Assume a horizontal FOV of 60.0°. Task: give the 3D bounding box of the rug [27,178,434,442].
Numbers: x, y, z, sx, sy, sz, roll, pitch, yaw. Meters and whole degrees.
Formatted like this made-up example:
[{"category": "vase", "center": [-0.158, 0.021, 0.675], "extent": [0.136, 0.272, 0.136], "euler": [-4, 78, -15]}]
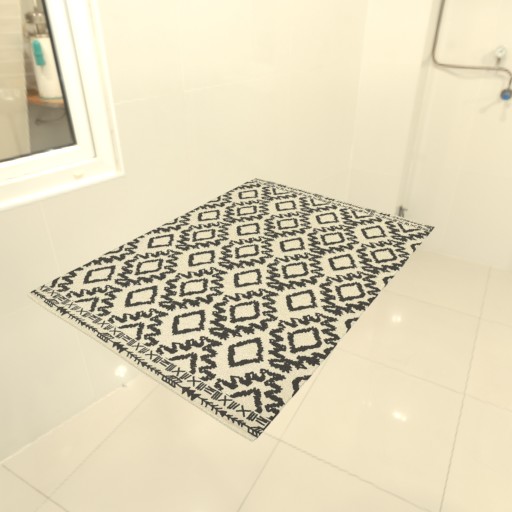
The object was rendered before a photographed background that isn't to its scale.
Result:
[{"category": "rug", "center": [0.000, 0.000, 4.324], "extent": [2.444, 0.036, 3.369], "euler": [21, 37, 30]}]
